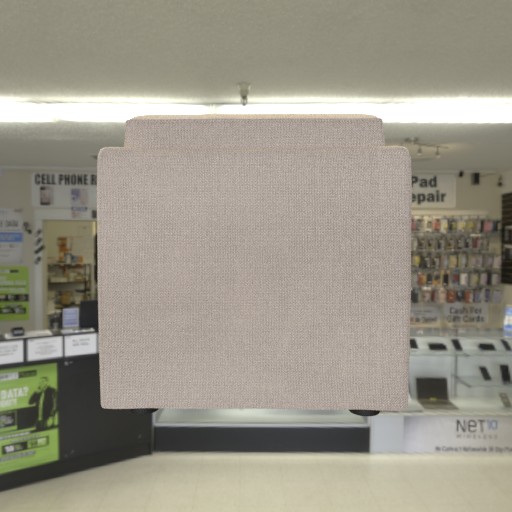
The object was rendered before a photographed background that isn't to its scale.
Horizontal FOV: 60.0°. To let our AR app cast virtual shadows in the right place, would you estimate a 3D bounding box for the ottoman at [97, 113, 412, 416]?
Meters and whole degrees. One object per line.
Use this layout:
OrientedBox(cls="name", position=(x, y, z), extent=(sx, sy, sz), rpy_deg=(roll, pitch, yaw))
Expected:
OrientedBox(cls="ottoman", position=(0.000, 0.000, 0.834), extent=(0.450, 0.460, 0.451), rpy_deg=(0, 1, 1))
